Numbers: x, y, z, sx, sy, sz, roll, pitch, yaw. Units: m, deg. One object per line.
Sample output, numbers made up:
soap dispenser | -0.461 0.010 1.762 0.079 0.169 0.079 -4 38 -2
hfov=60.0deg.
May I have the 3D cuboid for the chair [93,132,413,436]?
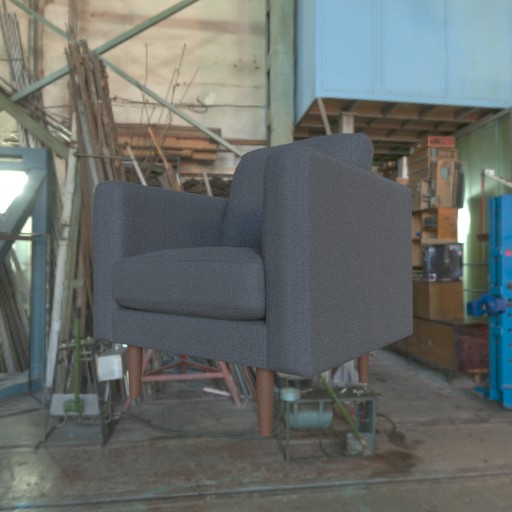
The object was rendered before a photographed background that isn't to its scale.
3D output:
chair | 0.000 0.000 1.548 0.854 0.927 0.800 -1 -1 37
